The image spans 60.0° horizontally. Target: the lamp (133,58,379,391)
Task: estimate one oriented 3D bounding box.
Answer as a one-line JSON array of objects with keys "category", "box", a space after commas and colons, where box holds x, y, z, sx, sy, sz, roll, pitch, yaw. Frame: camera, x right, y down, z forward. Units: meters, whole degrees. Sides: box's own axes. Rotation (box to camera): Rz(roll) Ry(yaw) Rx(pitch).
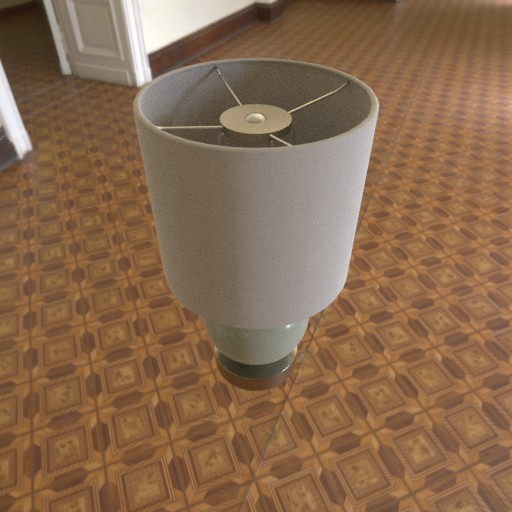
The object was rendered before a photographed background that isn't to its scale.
[{"category": "lamp", "box": [0.000, 0.000, 0.482, 0.201, 0.353, 0.201, 25, 47, 27]}]
